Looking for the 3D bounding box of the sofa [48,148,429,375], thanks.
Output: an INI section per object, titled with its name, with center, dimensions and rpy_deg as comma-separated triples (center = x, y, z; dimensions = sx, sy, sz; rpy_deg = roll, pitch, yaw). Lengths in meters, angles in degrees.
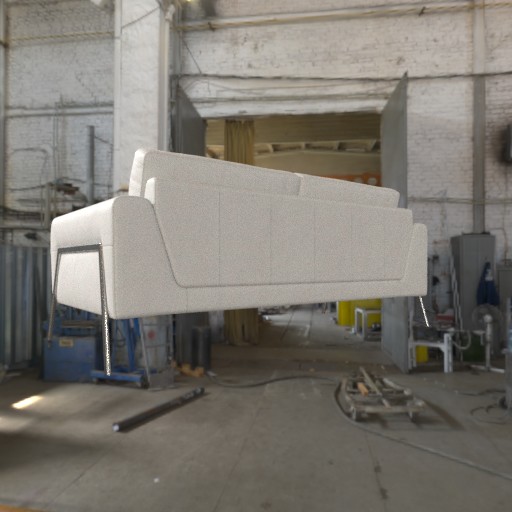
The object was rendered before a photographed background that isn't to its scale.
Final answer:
[sofa]
center = 0.000, 0.000, 2.546
dimensions = 2.017, 0.875, 0.953
rpy_deg = 1, -1, -37
